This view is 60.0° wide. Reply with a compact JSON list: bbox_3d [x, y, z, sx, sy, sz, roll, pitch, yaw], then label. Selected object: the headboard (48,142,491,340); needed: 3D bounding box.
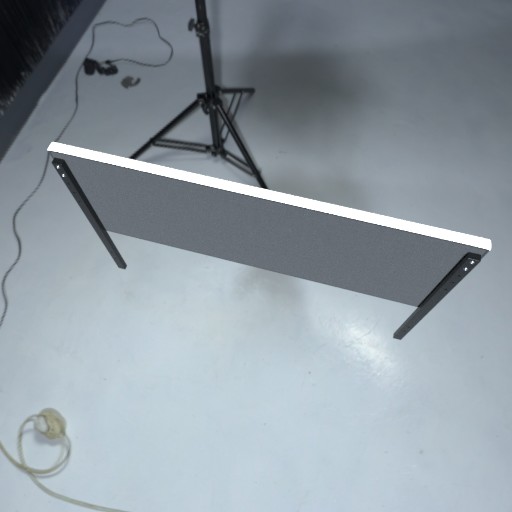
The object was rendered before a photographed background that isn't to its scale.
[{"bbox_3d":[0.000,0.000,2.899,2.362,1.410,0.120,14,64,7],"label":"headboard"}]
